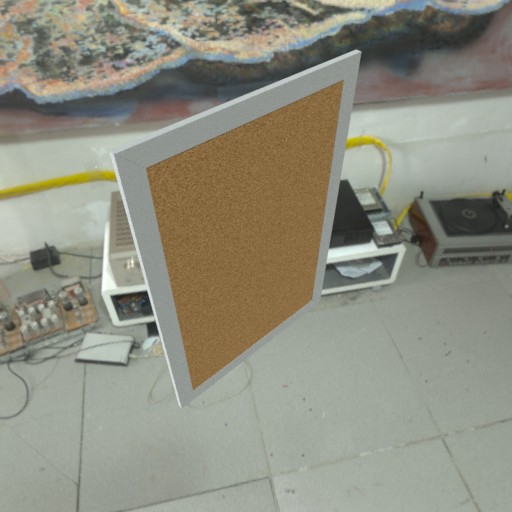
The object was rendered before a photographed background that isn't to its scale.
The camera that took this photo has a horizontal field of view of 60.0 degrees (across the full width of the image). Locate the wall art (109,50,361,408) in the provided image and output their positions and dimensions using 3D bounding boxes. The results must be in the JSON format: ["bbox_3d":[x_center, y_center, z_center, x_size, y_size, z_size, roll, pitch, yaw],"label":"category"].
[{"bbox_3d":[0.000,0.000,0.860,0.454,0.659,0.011,-33,54,-28],"label":"wall art"}]
